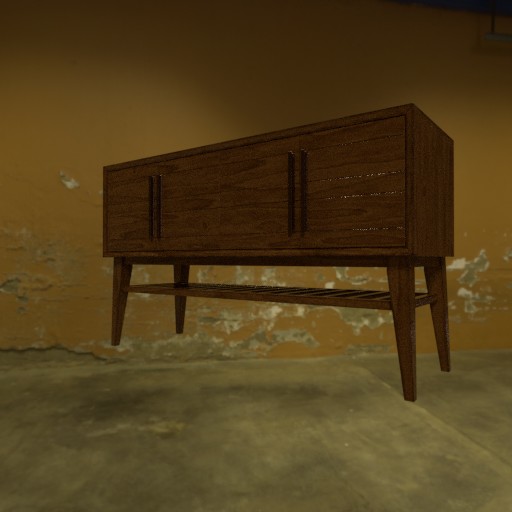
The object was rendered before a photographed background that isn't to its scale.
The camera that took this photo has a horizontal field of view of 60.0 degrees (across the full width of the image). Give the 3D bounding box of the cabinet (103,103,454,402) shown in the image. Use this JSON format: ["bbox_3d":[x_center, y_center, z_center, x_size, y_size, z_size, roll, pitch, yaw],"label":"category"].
[{"bbox_3d":[0.000,0.000,1.756,1.363,0.802,0.477,0,-1,36],"label":"cabinet"}]
